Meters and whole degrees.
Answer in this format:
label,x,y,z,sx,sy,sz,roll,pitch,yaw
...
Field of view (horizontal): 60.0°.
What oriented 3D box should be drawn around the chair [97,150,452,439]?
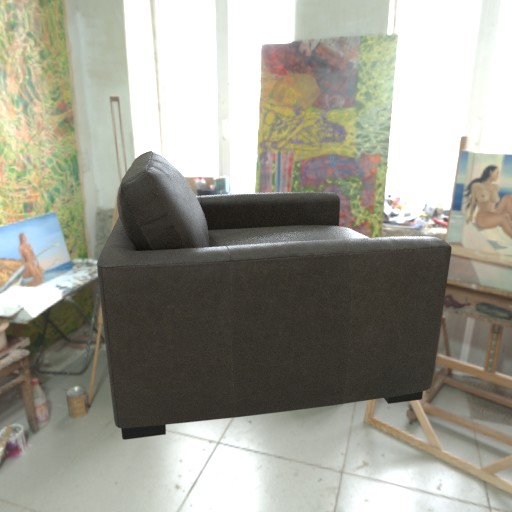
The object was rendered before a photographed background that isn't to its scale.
label,x,y,z,sx,sy,sz,roll,pitch,yaw
chair,0.000,0.000,1.810,1.080,0.807,1.106,-3,18,-11
